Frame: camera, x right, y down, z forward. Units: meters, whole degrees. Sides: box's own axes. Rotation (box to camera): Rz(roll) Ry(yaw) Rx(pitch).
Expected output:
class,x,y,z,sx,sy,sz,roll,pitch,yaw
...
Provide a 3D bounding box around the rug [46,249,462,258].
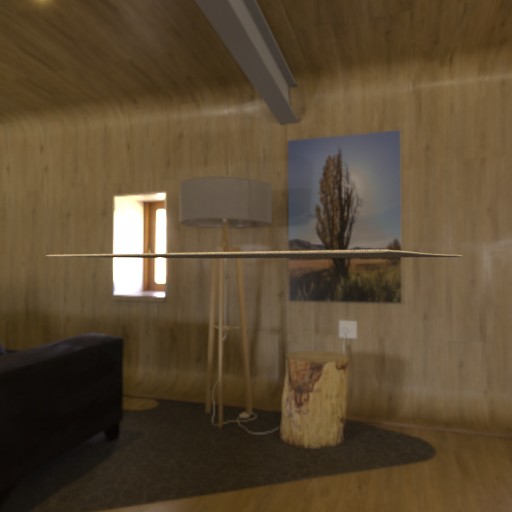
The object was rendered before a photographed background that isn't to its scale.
class,x,y,z,sx,sy,sz,roll,pitch,yaw
rug,0.000,0.000,5.112,3.935,0.025,2.782,-1,-1,34
